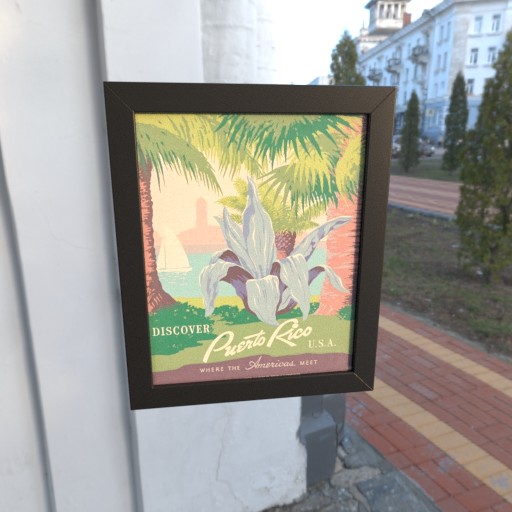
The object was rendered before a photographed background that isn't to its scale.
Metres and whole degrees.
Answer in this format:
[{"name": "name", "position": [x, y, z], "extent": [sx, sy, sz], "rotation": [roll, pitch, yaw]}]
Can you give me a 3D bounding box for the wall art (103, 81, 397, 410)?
[{"name": "wall art", "position": [0.000, 0.000, 0.801], "extent": [0.481, 0.582, 0.018], "rotation": [-2, 15, -8]}]
